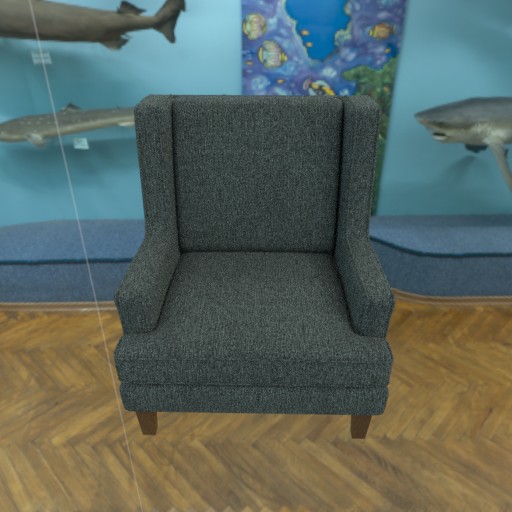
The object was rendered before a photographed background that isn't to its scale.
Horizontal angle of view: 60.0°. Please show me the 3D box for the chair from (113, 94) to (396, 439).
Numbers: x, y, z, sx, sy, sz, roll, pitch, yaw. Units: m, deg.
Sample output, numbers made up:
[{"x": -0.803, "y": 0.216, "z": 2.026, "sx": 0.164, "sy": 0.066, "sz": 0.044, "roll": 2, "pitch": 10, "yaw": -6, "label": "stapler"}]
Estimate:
[{"x": 0.000, "y": 0.000, "z": 1.760, "sx": 0.942, "sy": 1.082, "sz": 0.927, "roll": 1, "pitch": 30, "yaw": 1, "label": "chair"}]
